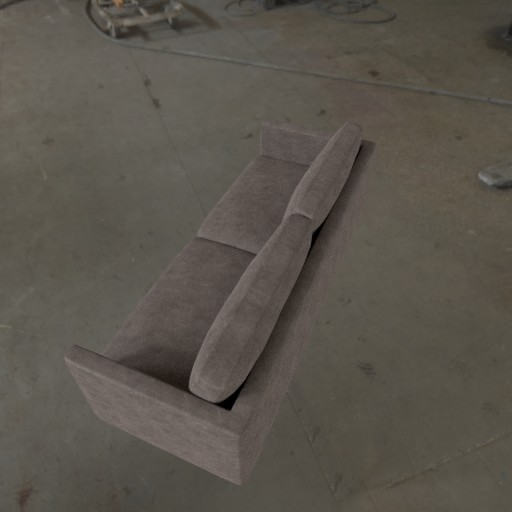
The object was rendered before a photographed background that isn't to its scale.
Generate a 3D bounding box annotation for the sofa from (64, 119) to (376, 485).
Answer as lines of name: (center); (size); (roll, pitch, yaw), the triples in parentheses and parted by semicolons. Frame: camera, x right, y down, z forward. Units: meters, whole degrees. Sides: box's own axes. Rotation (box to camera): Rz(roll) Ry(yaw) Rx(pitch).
sofa: (0.000, 0.000, 2.876); (0.951, 0.965, 2.434); (17, 48, 16)
